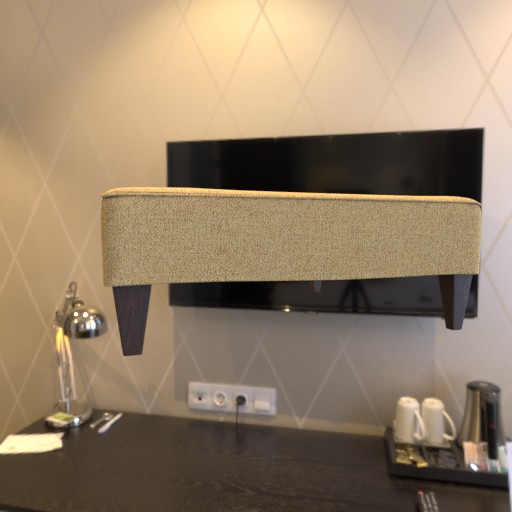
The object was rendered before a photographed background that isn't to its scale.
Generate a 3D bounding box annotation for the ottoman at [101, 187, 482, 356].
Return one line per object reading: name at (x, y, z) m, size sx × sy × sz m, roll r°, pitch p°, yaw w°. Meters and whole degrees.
ottoman at (0.000, 0.000, 1.495) m, size 0.970 × 0.378 × 0.981 m, roll -1°, pitch 3°, yaw -18°
